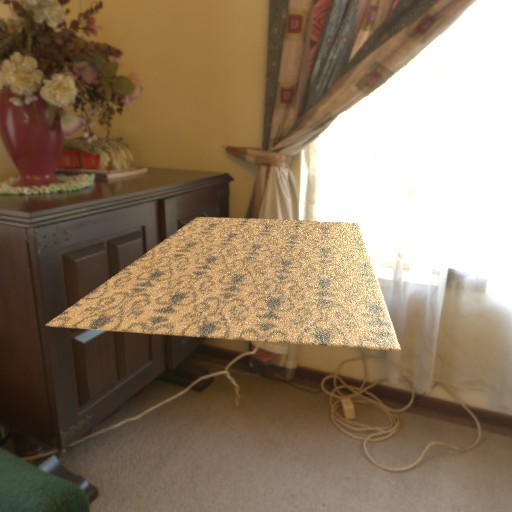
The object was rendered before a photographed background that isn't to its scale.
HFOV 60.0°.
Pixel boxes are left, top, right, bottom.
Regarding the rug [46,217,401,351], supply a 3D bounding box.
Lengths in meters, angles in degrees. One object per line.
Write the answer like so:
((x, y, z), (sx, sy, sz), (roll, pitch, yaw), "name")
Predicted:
((0.000, 0.000, 2.038), (1.035, 0.006, 1.652), (2, 17, 8), "rug")
